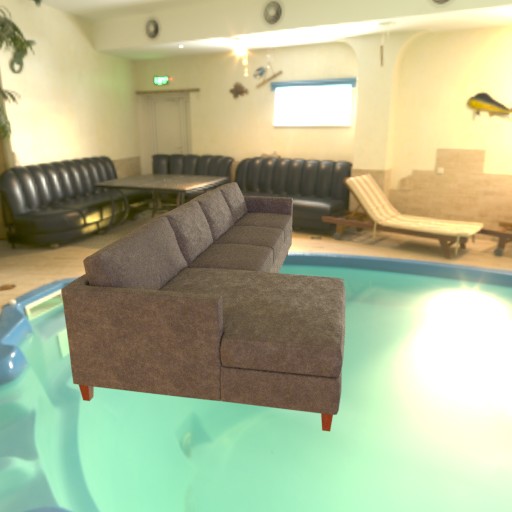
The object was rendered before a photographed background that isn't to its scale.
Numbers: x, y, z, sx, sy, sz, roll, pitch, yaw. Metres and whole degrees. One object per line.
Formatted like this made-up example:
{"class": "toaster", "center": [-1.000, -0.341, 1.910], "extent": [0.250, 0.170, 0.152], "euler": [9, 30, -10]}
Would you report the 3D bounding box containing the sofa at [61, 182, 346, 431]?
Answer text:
{"class": "sofa", "center": [0.000, 0.000, 4.037], "extent": [1.606, 0.954, 3.471], "euler": [3, 17, 11]}
